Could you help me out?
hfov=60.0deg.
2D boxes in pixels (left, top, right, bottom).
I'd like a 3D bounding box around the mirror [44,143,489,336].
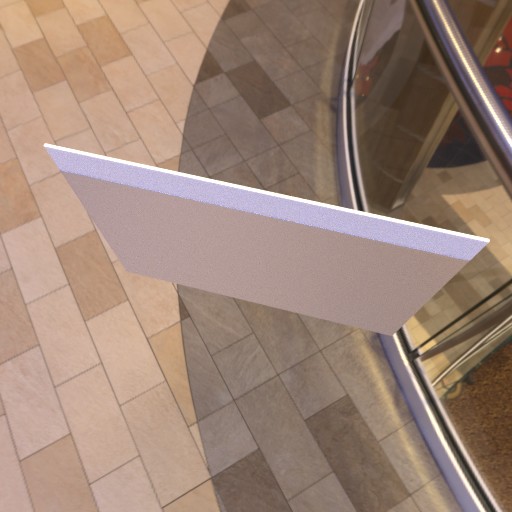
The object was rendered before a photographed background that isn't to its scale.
[{"bbox_3d":[0.000,0.000,1.129,0.870,0.630,0.030,13,65,6],"label":"mirror"}]
